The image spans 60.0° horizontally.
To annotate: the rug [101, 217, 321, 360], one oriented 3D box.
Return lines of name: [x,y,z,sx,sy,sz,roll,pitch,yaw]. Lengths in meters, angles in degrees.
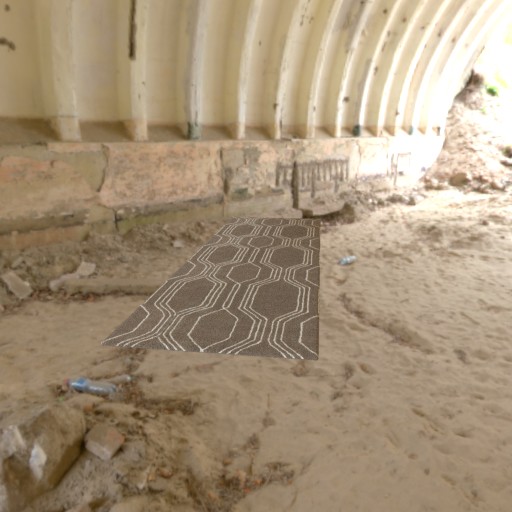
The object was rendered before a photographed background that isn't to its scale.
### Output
rug: [0.000,0.000,2.702,0.773,0.012,2.464,2,16,8]
